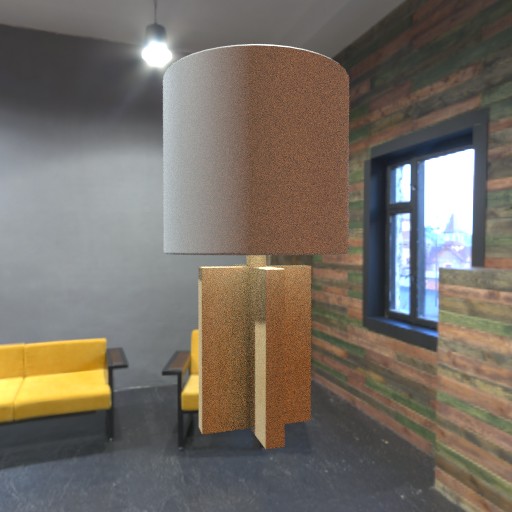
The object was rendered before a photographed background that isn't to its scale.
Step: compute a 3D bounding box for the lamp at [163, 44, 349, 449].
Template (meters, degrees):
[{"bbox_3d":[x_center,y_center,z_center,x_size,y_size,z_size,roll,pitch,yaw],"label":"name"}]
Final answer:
[{"bbox_3d":[0.000,0.000,0.560,0.229,0.428,0.229,0,1,-18],"label":"lamp"}]
